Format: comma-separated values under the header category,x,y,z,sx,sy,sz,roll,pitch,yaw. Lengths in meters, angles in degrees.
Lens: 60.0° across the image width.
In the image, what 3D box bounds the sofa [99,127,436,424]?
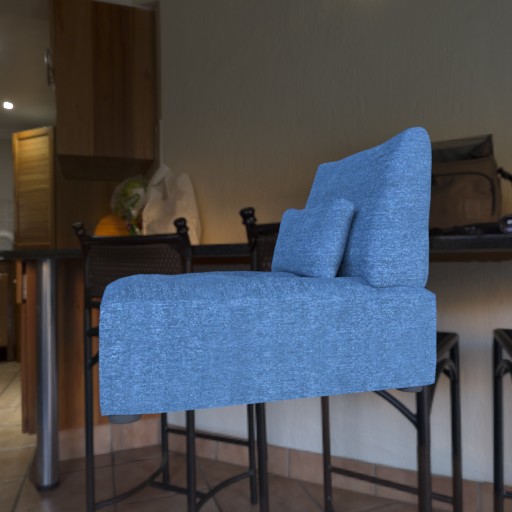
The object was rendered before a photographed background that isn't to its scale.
category,x,y,z,sx,sy,sz,roll,pitch,yaw
sofa,0.000,0.000,1.535,1.000,0.820,0.700,0,0,-17
